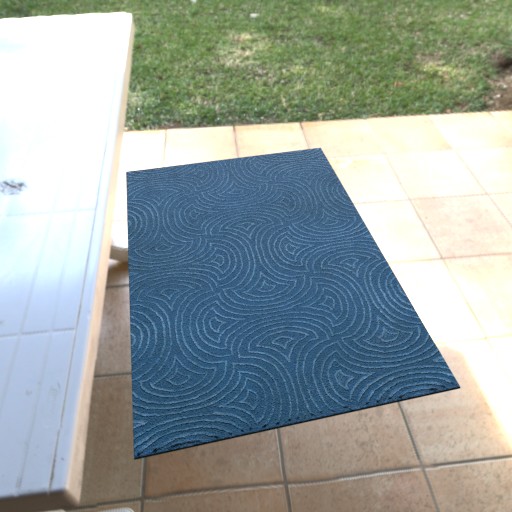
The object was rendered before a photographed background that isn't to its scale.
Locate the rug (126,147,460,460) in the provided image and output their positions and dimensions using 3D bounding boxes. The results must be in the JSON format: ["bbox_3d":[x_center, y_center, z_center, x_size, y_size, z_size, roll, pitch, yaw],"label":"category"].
[{"bbox_3d":[0.000,0.000,2.741,1.543,0.015,2.144,-9,47,-9],"label":"rug"}]
